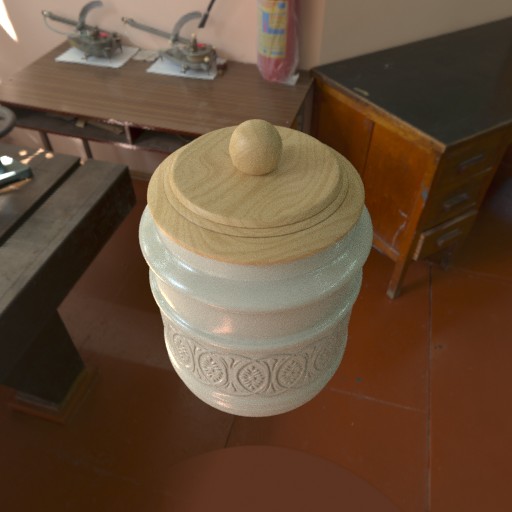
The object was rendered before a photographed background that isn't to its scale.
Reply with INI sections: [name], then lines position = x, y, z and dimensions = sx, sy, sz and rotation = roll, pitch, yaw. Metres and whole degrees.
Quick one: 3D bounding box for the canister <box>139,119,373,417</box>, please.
[canister]
position = 0.000, 0.000, 0.270
dimensions = 0.130, 0.176, 0.130
rotation = 0, 45, 0
